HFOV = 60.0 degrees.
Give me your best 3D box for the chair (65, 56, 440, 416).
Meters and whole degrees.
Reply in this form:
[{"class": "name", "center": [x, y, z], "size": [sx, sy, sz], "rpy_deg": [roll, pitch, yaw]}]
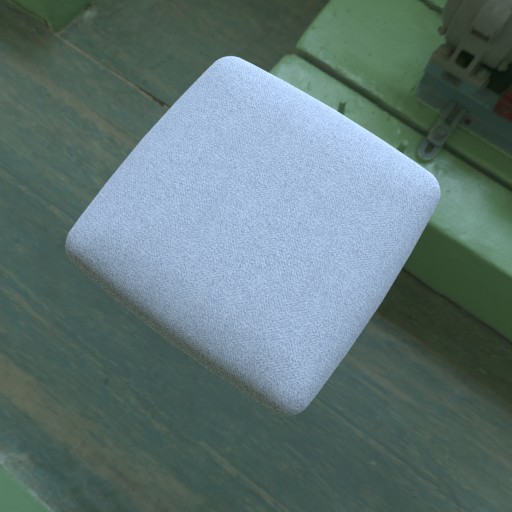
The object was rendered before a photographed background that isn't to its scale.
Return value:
[{"class": "chair", "center": [0.000, 0.000, 0.698], "size": [0.350, 0.440, 0.350], "rpy_deg": [34, 78, 9]}]
